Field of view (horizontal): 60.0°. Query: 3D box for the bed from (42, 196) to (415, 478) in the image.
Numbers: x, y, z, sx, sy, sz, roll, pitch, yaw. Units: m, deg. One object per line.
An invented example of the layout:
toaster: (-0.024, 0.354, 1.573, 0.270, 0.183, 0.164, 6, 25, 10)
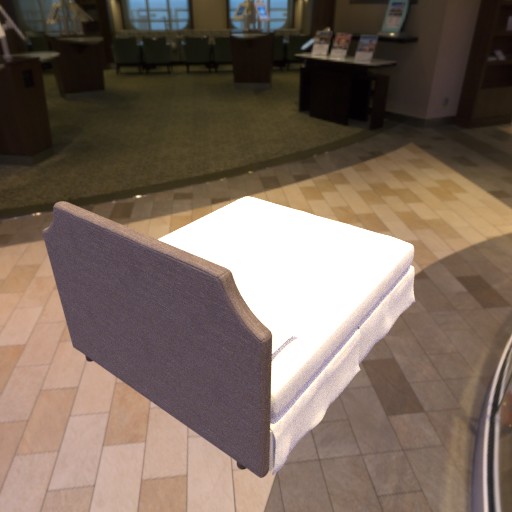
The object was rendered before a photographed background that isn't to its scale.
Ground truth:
bed: (0.000, 0.000, 4.146, 2.350, 1.590, 2.773, 21, 36, 31)
